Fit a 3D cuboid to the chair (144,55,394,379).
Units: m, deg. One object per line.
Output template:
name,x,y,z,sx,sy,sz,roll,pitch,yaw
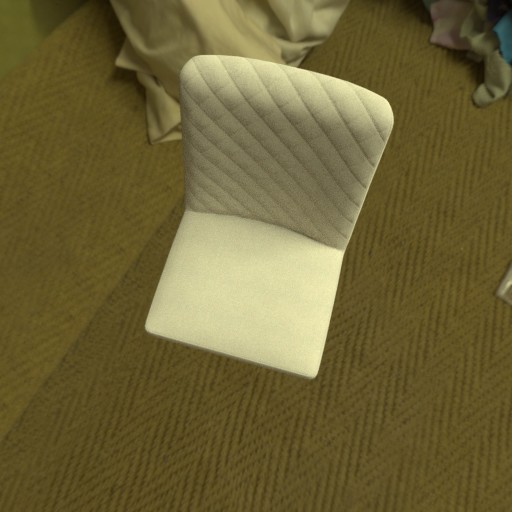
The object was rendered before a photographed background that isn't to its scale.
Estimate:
chair,0.000,0.000,1.295,0.503,0.933,0.597,15,75,4
